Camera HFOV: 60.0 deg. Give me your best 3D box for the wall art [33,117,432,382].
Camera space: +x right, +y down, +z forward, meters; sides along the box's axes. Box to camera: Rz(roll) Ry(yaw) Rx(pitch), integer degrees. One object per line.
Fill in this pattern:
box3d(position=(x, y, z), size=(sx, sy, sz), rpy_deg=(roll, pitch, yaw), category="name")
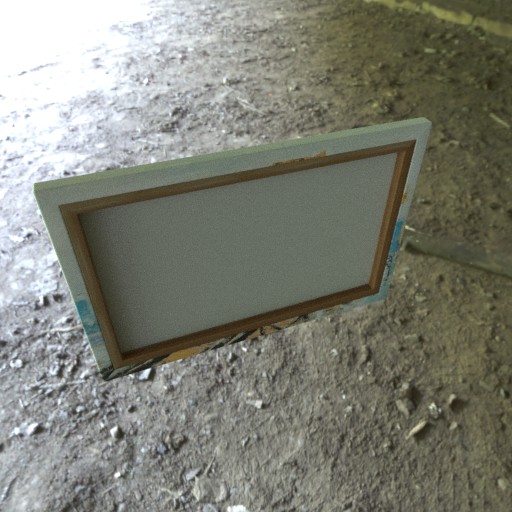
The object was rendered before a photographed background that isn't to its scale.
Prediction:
box3d(position=(0.000, 0.000, 1.165), size=(0.913, 0.609, 0.038), rpy_deg=(-14, 42, -16), category="wall art")
